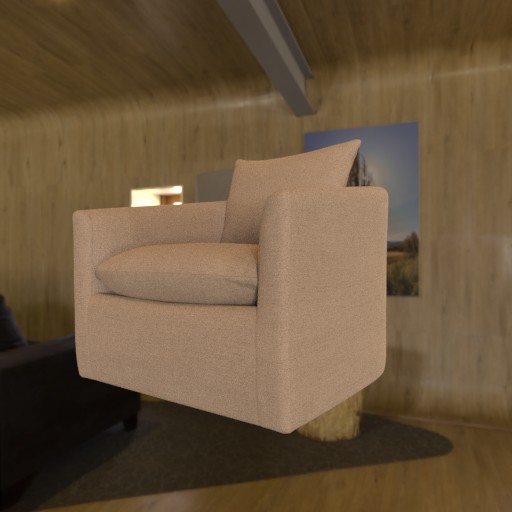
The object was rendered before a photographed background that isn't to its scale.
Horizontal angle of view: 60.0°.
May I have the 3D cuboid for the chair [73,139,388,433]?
[{"bbox_3d":[0.000,0.000,1.561,0.845,0.848,0.910,0,0,36],"label":"chair"}]
